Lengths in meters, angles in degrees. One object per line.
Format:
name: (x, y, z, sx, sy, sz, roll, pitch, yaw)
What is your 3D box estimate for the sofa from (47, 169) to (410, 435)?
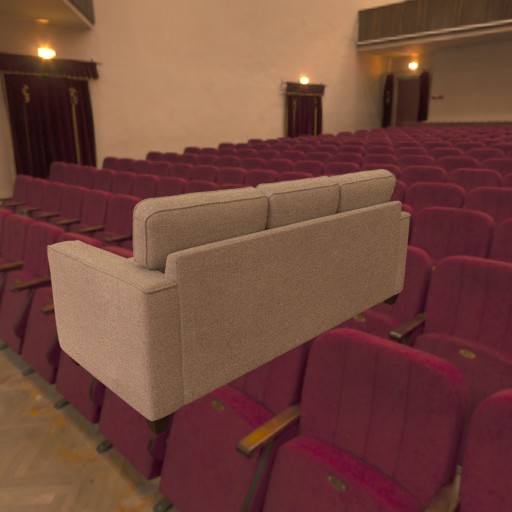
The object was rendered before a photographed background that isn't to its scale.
sofa: (0.000, 0.000, 2.689, 0.939, 0.965, 2.133, 15, 22, 42)
